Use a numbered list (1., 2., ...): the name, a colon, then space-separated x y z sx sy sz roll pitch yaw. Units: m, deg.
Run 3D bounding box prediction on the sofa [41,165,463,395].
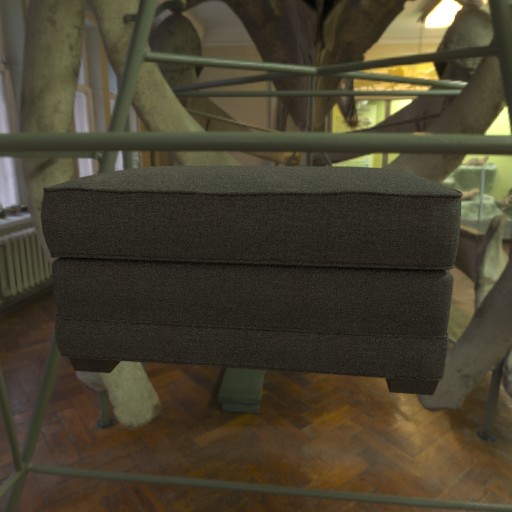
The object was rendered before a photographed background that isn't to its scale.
1. sofa: 0.000 0.000 1.171 0.854 0.457 0.578 2 14 7
